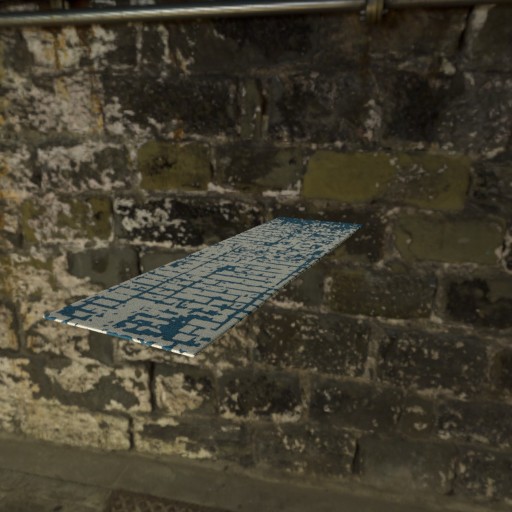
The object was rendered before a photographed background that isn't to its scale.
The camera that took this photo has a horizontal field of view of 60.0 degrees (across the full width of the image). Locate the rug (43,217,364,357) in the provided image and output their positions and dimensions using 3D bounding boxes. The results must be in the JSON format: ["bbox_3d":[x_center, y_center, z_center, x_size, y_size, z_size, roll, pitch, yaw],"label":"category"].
[{"bbox_3d":[0.000,0.000,2.712,0.750,0.011,2.435,8,18,25],"label":"rug"}]
